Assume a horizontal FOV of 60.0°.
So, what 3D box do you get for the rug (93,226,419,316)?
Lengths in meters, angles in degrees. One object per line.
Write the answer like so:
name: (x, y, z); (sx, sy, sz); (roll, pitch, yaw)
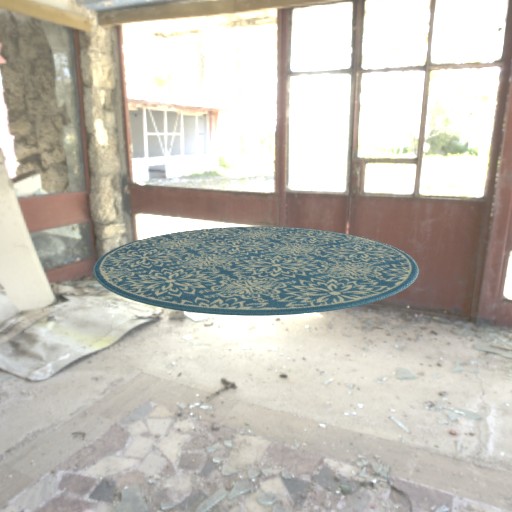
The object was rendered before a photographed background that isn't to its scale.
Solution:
rug: (0.000, 0.000, 2.301); (1.593, 0.012, 1.593); (0, 15, 0)
